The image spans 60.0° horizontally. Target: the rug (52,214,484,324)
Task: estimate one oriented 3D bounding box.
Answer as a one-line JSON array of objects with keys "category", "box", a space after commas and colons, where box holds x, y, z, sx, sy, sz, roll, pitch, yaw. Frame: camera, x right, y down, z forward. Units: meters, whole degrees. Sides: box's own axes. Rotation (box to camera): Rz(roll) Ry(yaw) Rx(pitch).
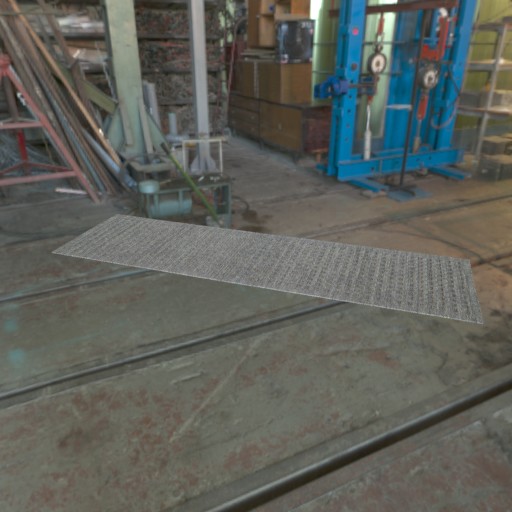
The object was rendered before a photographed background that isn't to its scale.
[{"category": "rug", "box": [0.000, 0.000, 2.686, 2.443, 0.009, 0.706, 8, 27, 17]}]
